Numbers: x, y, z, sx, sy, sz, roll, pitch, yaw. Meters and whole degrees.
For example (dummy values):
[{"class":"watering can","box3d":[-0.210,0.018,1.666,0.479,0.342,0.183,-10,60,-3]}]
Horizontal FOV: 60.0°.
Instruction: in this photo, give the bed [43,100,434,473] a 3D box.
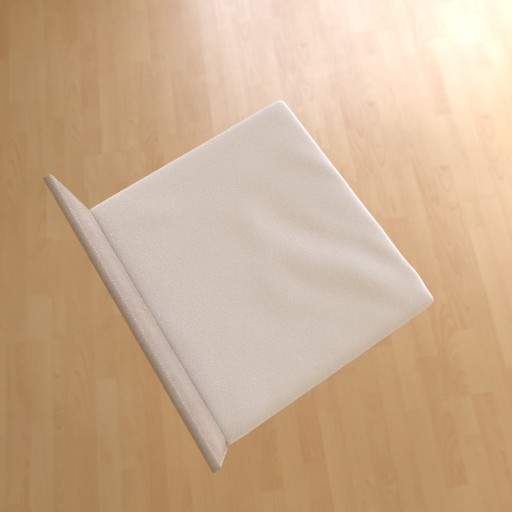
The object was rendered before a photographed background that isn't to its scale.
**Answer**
[{"class":"bed","box3d":[0.000,0.000,3.392,1.914,1.346,2.170,-32,78,-8]}]
